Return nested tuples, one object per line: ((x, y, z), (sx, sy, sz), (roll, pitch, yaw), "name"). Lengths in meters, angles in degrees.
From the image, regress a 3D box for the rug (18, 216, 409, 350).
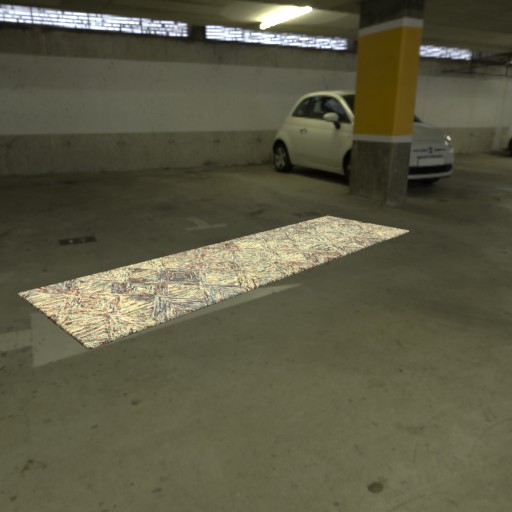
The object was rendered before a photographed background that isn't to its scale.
((0.000, 0.000, 2.495), (0.688, 0.015, 2.292), (17, 24, 42), "rug")
